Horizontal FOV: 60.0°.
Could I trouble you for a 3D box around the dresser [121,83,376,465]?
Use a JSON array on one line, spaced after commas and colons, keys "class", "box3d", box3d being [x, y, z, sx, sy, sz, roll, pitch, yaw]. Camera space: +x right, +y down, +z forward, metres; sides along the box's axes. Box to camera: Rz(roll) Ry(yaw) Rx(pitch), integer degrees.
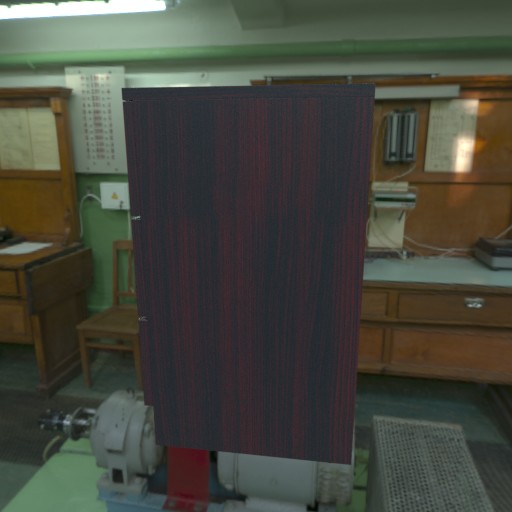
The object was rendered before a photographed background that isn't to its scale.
[{"class": "dresser", "box3d": [0.000, 0.000, 0.837, 0.360, 0.560, 0.400, 2, 15, 8]}]
